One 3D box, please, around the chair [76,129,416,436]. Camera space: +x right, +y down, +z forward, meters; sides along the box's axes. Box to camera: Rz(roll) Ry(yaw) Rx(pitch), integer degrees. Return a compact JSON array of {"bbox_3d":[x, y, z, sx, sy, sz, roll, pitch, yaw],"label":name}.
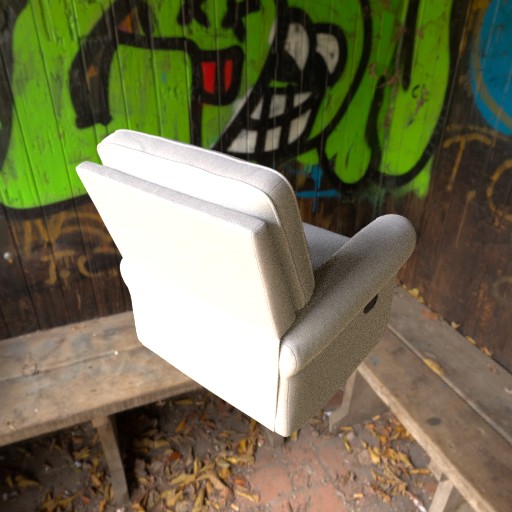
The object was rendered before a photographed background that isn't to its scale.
[{"bbox_3d":[0.000,0.000,1.634,0.890,0.960,0.878,22,36,33],"label":"chair"}]
